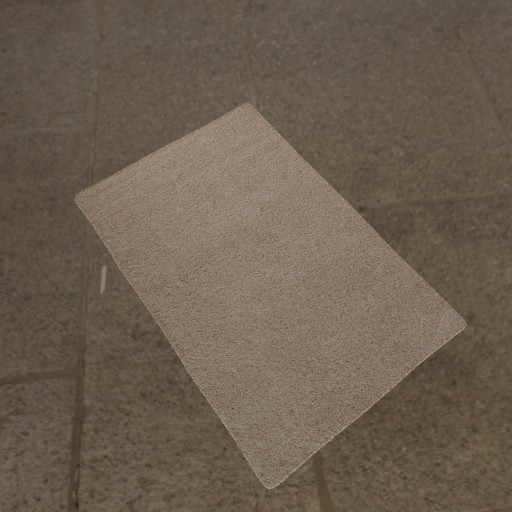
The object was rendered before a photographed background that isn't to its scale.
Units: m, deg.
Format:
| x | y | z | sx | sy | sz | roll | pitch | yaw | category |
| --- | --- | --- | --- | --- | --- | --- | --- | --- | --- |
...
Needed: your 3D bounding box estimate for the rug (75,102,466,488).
| x | y | z | sx | sy | sz | roll | pitch | yaw | category |
| --- | --- | --- | --- | --- | --- | --- | --- | --- | --- |
| 0.000 | 0.000 | 3.433 | 1.801 | 0.024 | 2.700 | -33 | 68 | -16 | rug |
